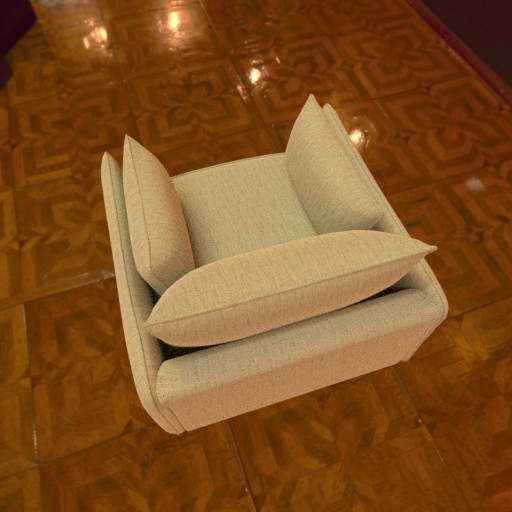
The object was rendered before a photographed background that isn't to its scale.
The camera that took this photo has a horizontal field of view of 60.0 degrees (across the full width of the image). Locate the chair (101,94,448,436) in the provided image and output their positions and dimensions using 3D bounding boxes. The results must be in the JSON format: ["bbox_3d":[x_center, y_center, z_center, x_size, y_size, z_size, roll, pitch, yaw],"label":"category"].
[{"bbox_3d":[0.000,0.000,1.667,0.994,0.855,0.991,-15,59,-9],"label":"chair"}]
